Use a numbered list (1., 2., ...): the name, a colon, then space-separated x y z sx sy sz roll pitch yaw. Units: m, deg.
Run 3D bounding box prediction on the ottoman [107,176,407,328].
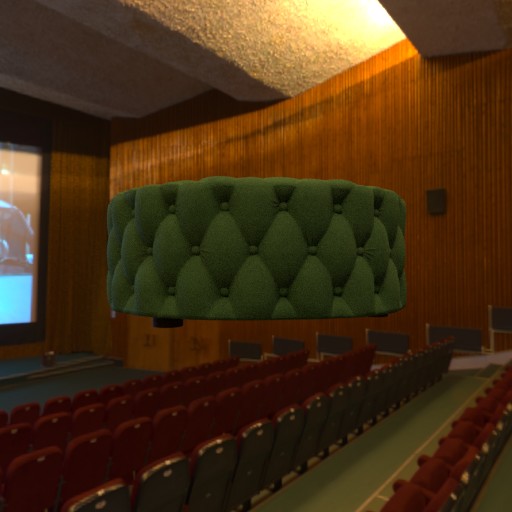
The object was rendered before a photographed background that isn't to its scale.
1. ottoman: 0.000 0.000 1.542 0.998 0.399 0.998 0 -1 0
